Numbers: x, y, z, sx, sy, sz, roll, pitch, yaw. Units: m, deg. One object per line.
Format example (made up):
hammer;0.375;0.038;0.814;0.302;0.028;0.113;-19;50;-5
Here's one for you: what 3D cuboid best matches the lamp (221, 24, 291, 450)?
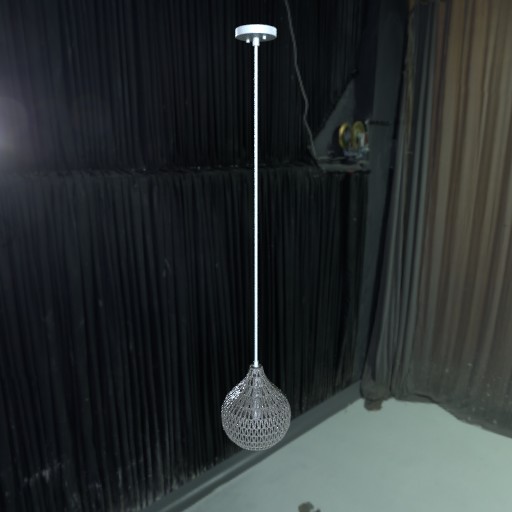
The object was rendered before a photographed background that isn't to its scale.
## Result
lamp;0.000;0.000;2.061;0.355;1.919;0.355;13;20;41
